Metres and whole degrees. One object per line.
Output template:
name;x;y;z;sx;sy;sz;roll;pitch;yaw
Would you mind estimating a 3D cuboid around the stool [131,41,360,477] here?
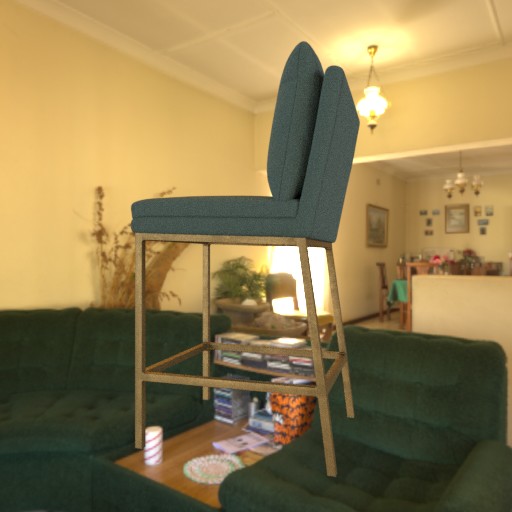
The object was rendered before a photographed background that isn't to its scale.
stool;0.000;0.000;1.316;0.568;1.032;0.463;0;0;18
